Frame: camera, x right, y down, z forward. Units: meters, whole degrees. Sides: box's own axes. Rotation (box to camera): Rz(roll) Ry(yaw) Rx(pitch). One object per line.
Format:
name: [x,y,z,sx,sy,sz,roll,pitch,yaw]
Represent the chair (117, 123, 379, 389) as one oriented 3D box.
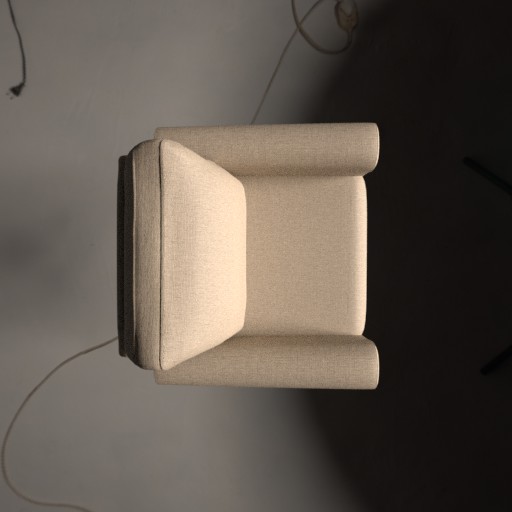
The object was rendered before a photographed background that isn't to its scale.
chair: [0.000,0.000,2.274,1.180,1.349,1.275,0,90,1]
